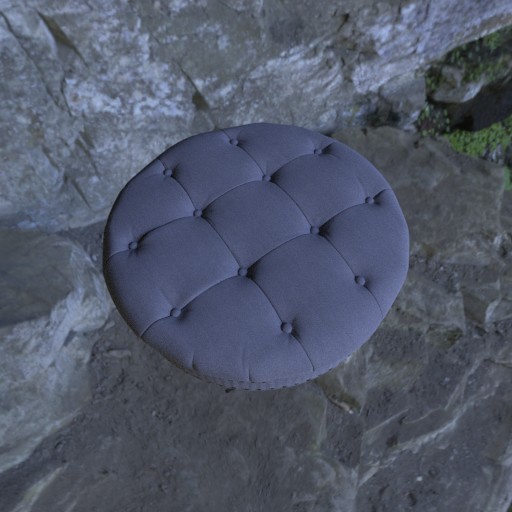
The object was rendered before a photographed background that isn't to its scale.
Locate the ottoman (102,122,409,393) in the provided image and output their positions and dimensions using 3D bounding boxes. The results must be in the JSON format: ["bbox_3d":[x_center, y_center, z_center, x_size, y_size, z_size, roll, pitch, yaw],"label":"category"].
[{"bbox_3d":[0.000,0.000,1.437,0.901,0.439,0.901,0,58,0],"label":"ottoman"}]
